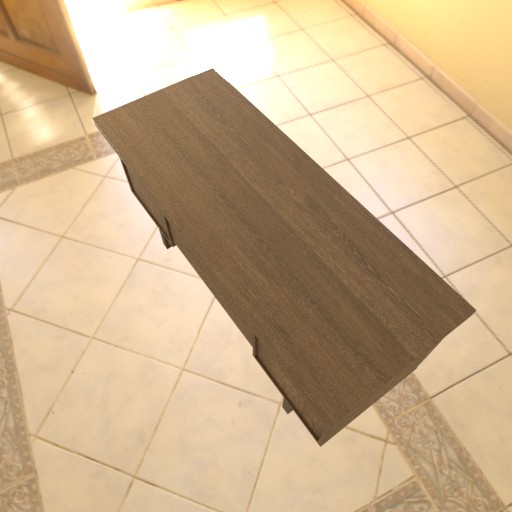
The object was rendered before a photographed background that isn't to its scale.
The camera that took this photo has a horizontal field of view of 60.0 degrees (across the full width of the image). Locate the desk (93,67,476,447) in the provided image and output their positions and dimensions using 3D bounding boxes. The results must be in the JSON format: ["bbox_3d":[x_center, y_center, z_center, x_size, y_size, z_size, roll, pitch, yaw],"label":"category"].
[{"bbox_3d":[0.000,0.000,1.940,0.600,0.760,1.524,-31,62,-18],"label":"desk"}]
